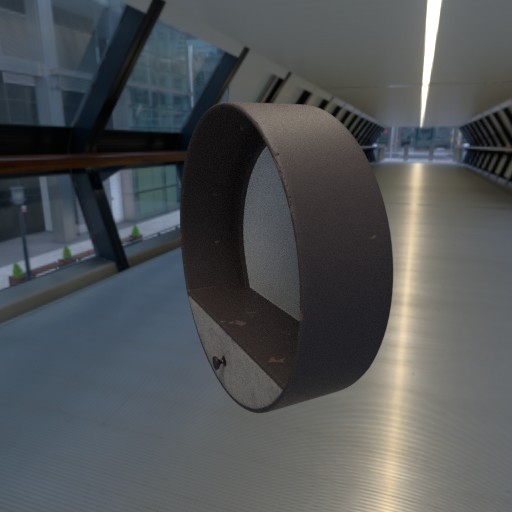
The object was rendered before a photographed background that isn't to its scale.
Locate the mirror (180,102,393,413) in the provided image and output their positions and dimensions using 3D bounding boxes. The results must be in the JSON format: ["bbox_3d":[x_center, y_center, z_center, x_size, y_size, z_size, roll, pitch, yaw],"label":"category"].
[{"bbox_3d":[0.000,0.000,0.591,0.126,0.386,0.386,-7,17,-25],"label":"mirror"}]
